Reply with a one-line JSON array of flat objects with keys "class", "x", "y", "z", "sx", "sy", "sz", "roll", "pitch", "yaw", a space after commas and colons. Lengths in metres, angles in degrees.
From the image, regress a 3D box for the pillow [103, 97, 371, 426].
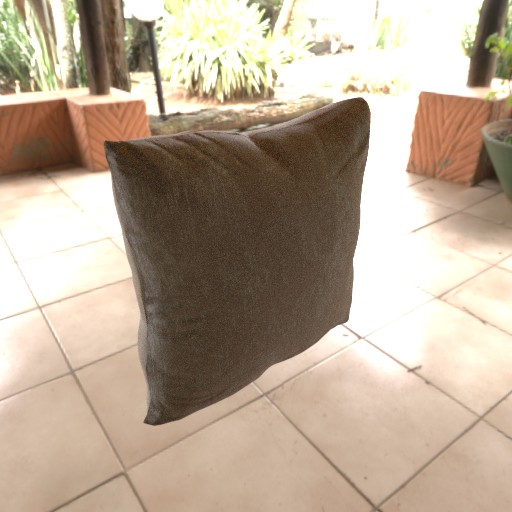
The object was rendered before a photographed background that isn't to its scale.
[{"class": "pillow", "x": 0.000, "y": 0.000, "z": 0.712, "sx": 0.450, "sy": 0.448, "sz": 0.245, "roll": -20, "pitch": 34, "yaw": -32}]
